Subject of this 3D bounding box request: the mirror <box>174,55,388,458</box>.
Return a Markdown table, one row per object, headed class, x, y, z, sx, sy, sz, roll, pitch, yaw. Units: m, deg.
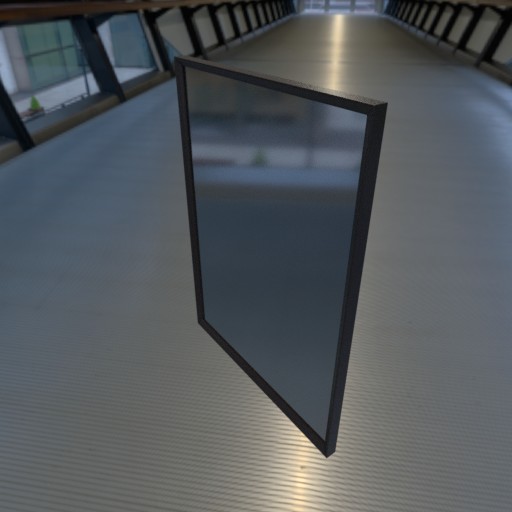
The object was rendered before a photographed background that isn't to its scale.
| class | x | y | z | sx | sy | sz | roll | pitch | yaw |
| --- | --- | --- | --- | --- | --- | --- | --- | --- | --- |
| mirror | 0.000 | 0.000 | 1.318 | 0.041 | 1.016 | 0.762 | -21 | 37 | -30 |
